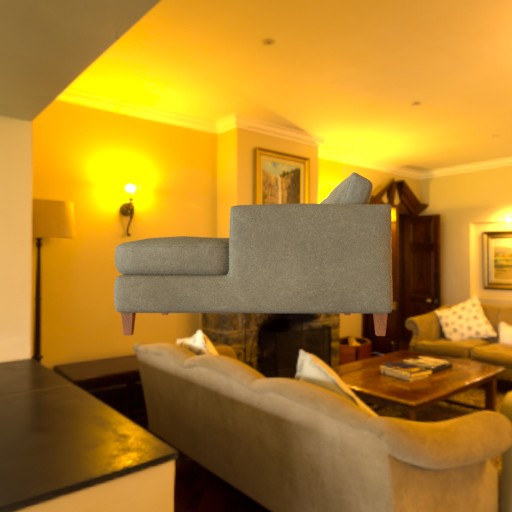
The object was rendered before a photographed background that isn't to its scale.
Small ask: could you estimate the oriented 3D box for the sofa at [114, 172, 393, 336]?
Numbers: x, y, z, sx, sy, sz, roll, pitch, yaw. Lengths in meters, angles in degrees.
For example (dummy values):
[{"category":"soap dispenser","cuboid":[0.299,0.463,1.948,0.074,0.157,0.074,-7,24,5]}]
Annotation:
[{"category":"sofa","cuboid":[0.000,0.000,4.192,1.604,0.950,3.471,0,-1,1]}]
